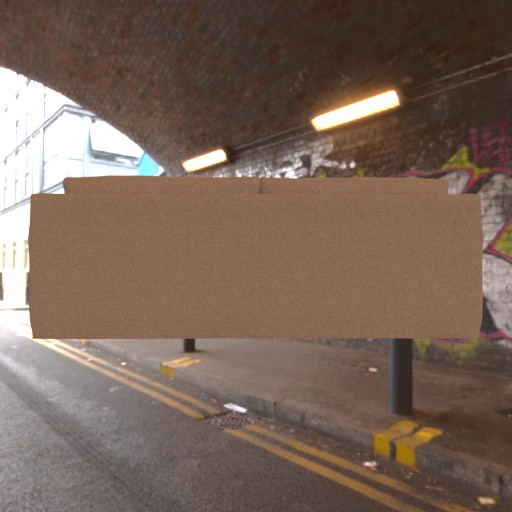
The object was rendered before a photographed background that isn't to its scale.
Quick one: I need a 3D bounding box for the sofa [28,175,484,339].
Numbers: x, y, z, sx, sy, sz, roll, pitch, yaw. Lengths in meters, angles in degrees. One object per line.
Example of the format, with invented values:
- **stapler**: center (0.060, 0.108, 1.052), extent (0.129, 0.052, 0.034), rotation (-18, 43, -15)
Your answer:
- **sofa**: center (0.000, 0.000, 2.657), extent (2.296, 0.847, 0.956), rotation (0, -1, -1)
